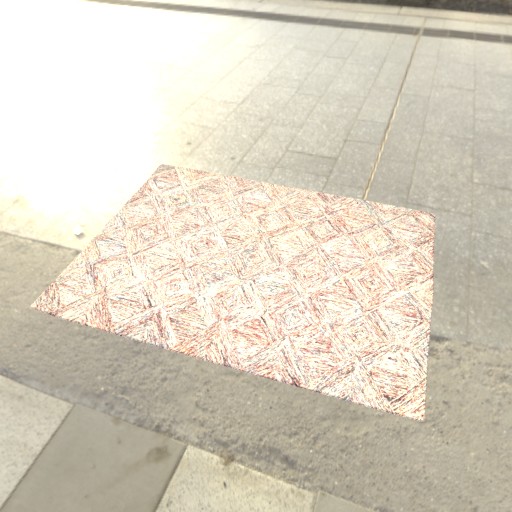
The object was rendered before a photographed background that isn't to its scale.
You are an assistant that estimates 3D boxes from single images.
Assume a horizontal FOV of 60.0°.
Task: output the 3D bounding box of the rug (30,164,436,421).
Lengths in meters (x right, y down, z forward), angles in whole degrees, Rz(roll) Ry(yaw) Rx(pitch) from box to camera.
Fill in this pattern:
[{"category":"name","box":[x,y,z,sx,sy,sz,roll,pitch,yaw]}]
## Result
[{"category":"rug","box":[0.000,0.000,4.198,3.226,0.024,2.436,13,44,13]}]
